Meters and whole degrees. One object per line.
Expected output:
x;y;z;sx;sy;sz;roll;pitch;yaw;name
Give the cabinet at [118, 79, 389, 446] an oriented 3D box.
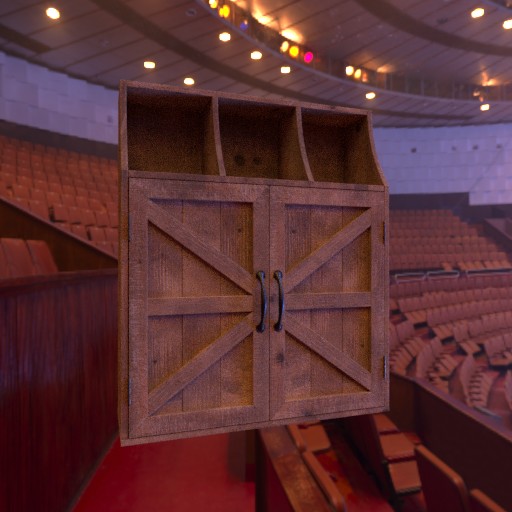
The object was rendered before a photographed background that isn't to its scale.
0.000;0.000;0.831;0.489;0.590;0.184;0;0;-19;cabinet
